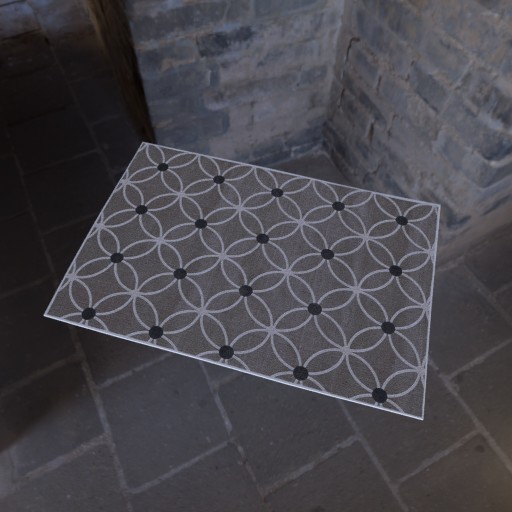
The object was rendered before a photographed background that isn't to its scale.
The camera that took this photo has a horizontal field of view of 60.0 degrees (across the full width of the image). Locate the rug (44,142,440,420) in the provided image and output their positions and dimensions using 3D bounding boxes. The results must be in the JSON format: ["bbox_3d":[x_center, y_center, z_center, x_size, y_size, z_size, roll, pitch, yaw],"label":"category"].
[{"bbox_3d":[0.000,0.000,2.916,2.284,0.008,1.522,13,60,8],"label":"rug"}]
